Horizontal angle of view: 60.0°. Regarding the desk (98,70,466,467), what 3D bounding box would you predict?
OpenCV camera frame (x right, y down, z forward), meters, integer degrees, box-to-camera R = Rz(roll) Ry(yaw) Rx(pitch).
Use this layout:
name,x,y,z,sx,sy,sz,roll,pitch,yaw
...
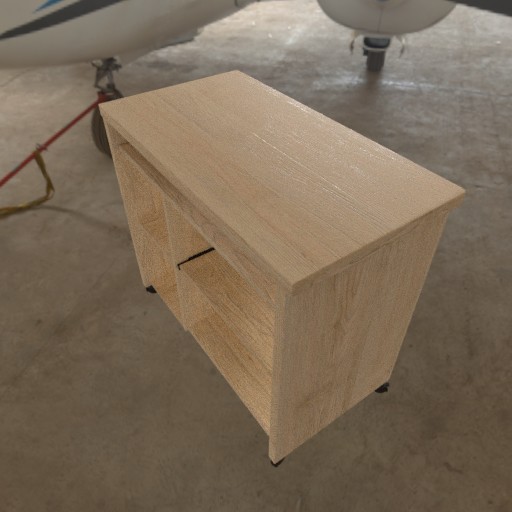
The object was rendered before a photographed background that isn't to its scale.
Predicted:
name,x,y,z,sx,sy,sz,roll,pitch,yaw
desk,0.000,0.000,1.361,0.480,0.770,0.885,-25,48,-26
